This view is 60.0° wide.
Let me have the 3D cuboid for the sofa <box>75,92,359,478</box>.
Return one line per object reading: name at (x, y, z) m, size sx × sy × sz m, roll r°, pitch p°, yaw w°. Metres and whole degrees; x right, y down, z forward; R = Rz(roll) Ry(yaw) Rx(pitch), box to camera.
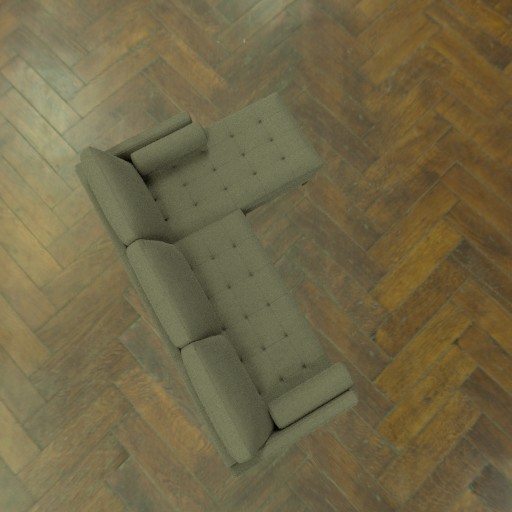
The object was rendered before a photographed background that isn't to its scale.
sofa at (0.000, 0.000, 2.920) m, size 1.506 × 0.875 × 2.178 m, roll -29°, pitch 78°, yaw -7°
